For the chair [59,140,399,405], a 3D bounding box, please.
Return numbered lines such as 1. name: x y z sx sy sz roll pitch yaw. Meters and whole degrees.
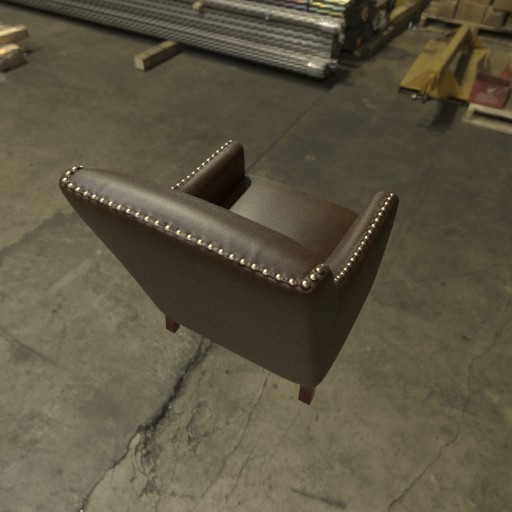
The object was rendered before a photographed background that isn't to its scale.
1. chair: 0.000 0.000 1.336 0.639 0.813 0.704 23 51 20
